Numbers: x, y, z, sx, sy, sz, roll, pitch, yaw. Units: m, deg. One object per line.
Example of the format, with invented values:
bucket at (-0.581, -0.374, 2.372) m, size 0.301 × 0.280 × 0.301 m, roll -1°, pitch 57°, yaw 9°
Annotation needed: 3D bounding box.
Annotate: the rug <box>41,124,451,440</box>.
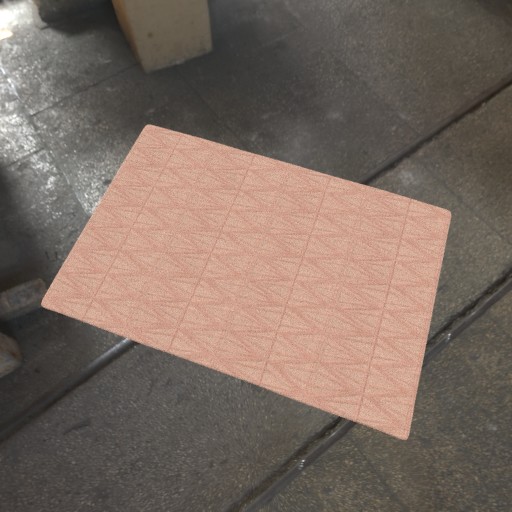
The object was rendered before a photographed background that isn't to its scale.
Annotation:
rug at (0.000, 0.000, 2.993) m, size 2.390 × 0.015 × 1.609 m, roll 18°, pitch 66°, yaw 8°
